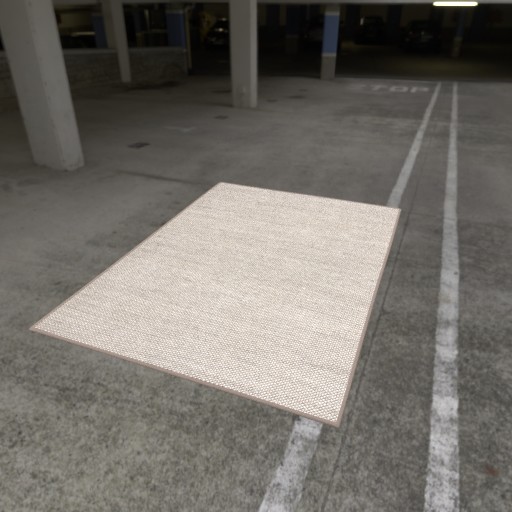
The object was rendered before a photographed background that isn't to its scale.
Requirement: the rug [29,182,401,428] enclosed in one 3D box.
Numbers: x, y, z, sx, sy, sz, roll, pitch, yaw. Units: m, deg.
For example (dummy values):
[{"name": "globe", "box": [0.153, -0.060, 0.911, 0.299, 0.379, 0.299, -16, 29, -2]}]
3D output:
[{"name": "rug", "box": [0.000, 0.000, 2.730, 1.517, 0.013, 2.115, 11, 32, 19]}]
